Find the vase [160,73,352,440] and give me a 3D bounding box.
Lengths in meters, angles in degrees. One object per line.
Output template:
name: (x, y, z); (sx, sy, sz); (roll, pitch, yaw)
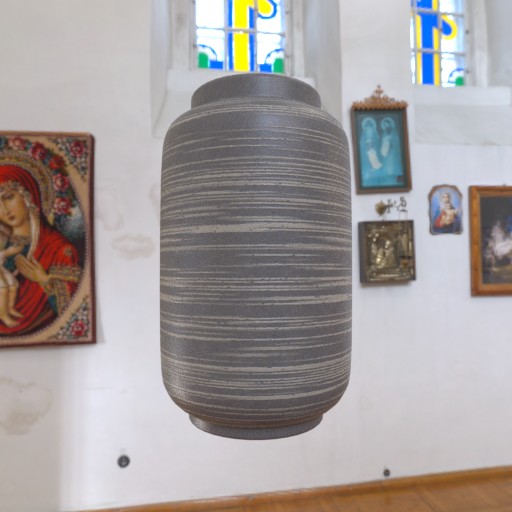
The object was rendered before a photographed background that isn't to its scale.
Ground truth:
vase: (0.000, 0.000, 0.700); (0.297, 0.499, 0.297); (0, -1, 0)
